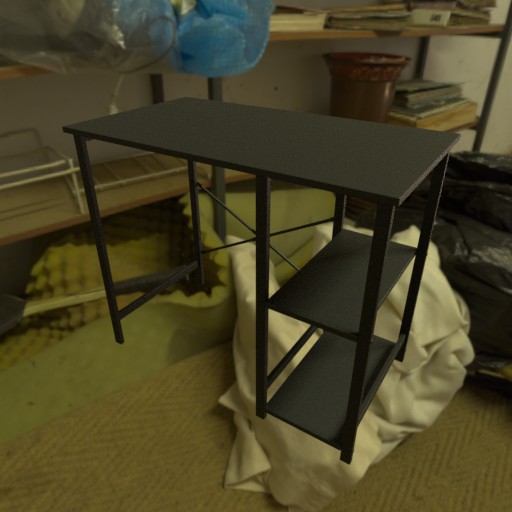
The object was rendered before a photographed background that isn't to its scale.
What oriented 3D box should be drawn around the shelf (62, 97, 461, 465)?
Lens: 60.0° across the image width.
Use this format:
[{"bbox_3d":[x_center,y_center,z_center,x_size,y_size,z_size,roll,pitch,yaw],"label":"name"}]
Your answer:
[{"bbox_3d":[0.000,0.000,1.329,0.902,0.749,0.498,18,35,28],"label":"shelf"}]
